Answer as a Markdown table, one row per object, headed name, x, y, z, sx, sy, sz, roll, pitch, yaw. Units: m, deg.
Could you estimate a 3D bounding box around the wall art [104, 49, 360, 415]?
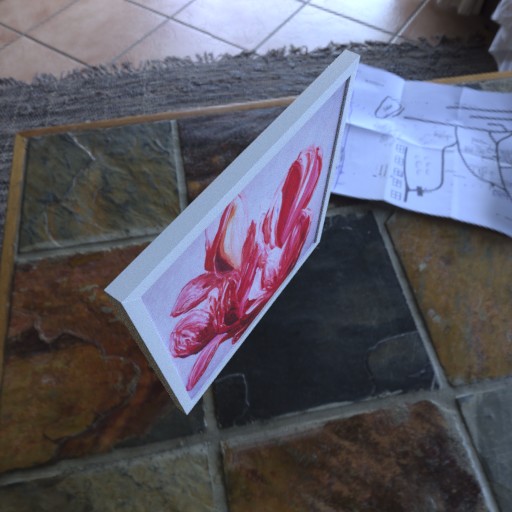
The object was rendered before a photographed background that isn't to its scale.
| name | x | y | z | sx | sy | sz | roll | pitch | yaw |
| --- | --- | --- | --- | --- | --- | --- | --- | --- | --- |
| wall art | 0.000 | 0.000 | 0.697 | 0.023 | 0.453 | 0.455 | 31 | 63 | 18 |
